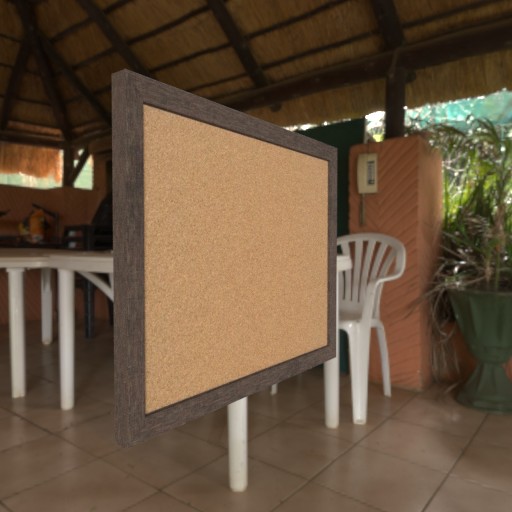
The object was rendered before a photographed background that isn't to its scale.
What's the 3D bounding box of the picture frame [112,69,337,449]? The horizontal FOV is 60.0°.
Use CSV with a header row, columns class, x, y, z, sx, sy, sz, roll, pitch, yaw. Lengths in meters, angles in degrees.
class,x,y,z,sx,sy,sz,roll,pitch,yaw
picture frame,0.000,0.000,0.755,0.026,0.455,0.546,1,2,37
